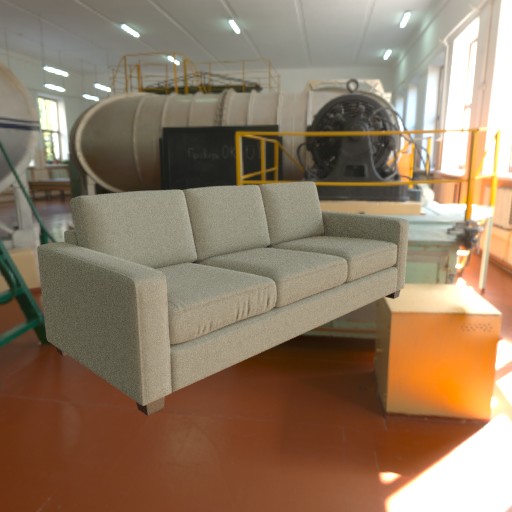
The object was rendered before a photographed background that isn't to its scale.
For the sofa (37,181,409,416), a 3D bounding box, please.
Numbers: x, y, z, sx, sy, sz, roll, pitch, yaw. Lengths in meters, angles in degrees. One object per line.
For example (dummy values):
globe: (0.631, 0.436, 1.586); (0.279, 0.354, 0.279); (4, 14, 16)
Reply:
sofa: (0.000, 0.000, 2.626); (0.900, 0.800, 2.160); (12, 17, 42)
